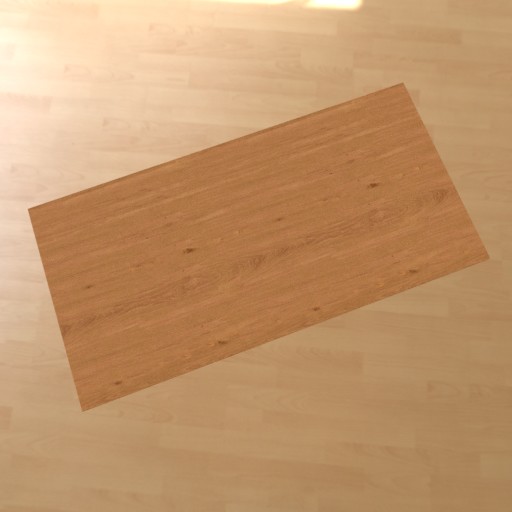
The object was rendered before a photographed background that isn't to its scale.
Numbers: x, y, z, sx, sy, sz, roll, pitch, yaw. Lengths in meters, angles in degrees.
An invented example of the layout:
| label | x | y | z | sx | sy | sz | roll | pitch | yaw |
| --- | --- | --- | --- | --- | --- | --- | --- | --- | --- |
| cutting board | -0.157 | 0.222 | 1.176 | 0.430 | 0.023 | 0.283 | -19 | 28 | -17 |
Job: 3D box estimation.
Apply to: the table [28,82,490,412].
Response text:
| label | x | y | z | sx | sy | sz | roll | pitch | yaw |
| --- | --- | --- | --- | --- | --- | --- | --- | --- | --- |
| table | 0.000 | 0.000 | 1.177 | 0.899 | 0.452 | 0.450 | -20 | 78 | -4 |
